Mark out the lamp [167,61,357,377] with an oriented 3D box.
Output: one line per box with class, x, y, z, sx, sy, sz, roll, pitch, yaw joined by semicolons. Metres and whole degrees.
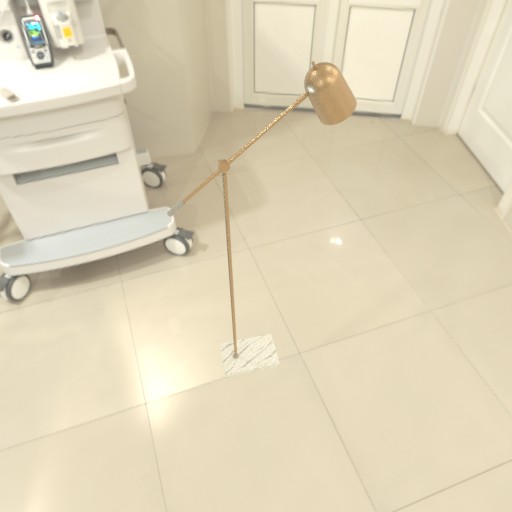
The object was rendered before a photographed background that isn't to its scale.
lamp;0.000;0.000;1.858;0.653;1.594;0.194;-9;48;-9
